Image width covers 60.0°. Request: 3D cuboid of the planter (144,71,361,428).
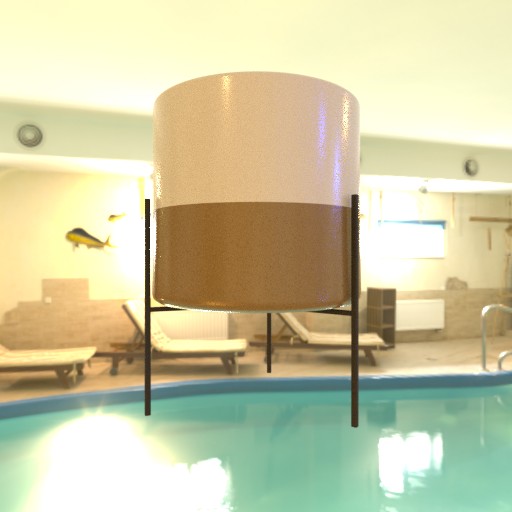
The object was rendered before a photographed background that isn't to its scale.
[{"bbox_3d":[0.000,0.000,0.656,0.310,0.432,0.310,0,0,-36],"label":"planter"}]
